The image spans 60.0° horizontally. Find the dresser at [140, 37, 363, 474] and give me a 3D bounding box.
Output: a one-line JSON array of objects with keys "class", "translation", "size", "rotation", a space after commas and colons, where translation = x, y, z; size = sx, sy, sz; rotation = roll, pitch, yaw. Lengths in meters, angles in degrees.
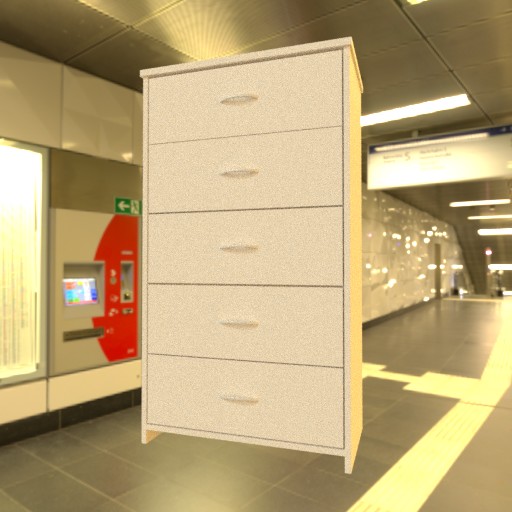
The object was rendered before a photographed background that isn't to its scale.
[{"class": "dresser", "translation": [0.000, 0.000, 1.553], "size": [0.704, 1.255, 0.399], "rotation": [0, -1, 18]}]
